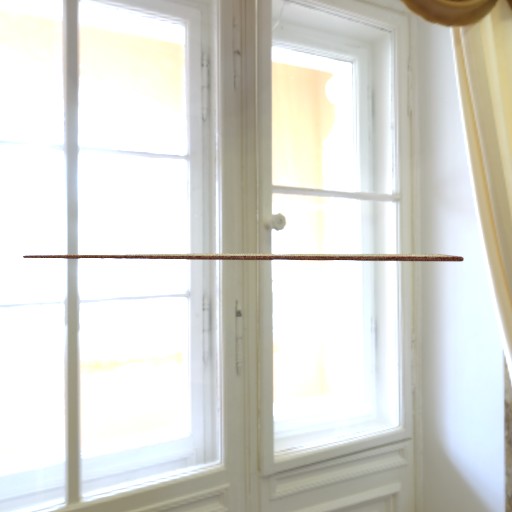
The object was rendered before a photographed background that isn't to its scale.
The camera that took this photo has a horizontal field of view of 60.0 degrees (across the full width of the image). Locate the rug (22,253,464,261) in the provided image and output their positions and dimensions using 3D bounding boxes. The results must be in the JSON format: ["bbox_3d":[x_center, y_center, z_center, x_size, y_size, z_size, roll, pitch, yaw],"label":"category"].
[{"bbox_3d":[0.000,0.000,2.287,1.829,0.016,1.219,0,1,19],"label":"rug"}]
